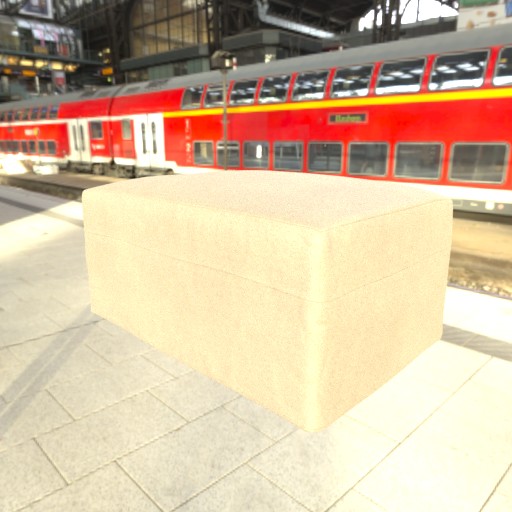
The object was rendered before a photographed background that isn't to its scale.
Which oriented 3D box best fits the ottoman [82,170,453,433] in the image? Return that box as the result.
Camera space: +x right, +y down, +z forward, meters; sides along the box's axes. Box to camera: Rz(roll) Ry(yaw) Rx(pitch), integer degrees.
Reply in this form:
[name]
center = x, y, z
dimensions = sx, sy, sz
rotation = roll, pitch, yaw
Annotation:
[ottoman]
center = 0.000, 0.000, 1.223
dimensions = 0.872, 0.444, 0.590
rotation = 14, 20, 42
